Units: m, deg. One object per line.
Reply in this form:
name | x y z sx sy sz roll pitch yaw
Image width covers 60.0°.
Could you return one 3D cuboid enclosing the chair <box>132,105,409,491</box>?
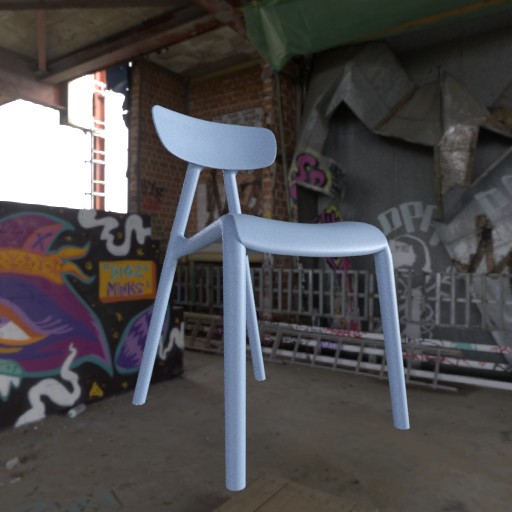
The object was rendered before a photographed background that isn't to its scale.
chair | 0.000 0.000 0.802 0.356 0.580 0.401 0 0 -36
